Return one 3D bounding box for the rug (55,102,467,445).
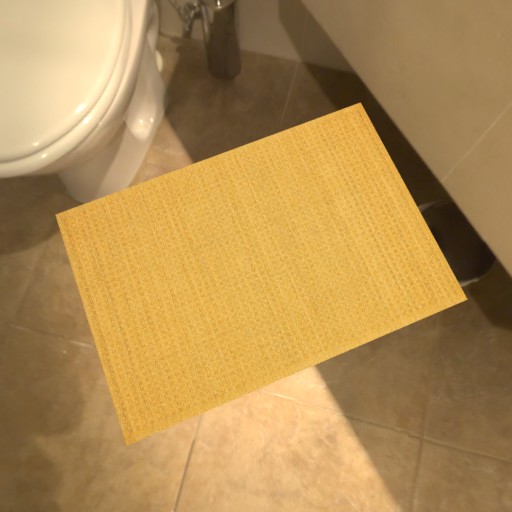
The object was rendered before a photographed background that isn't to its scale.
[{"bbox_3d":[0.000,0.000,3.695,2.895,0.006,1.981,-22,76,-6],"label":"rug"}]
